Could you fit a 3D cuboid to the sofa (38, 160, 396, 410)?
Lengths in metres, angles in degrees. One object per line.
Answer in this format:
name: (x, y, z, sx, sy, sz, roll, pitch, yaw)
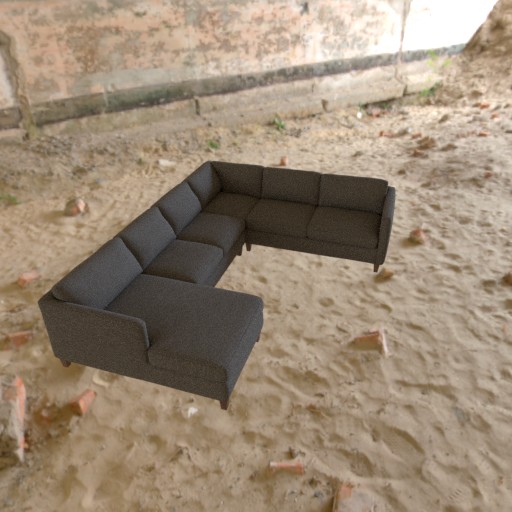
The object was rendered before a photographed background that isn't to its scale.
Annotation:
sofa: (0.000, 0.000, 4.503, 2.551, 0.853, 3.238, 10, 33, 15)
